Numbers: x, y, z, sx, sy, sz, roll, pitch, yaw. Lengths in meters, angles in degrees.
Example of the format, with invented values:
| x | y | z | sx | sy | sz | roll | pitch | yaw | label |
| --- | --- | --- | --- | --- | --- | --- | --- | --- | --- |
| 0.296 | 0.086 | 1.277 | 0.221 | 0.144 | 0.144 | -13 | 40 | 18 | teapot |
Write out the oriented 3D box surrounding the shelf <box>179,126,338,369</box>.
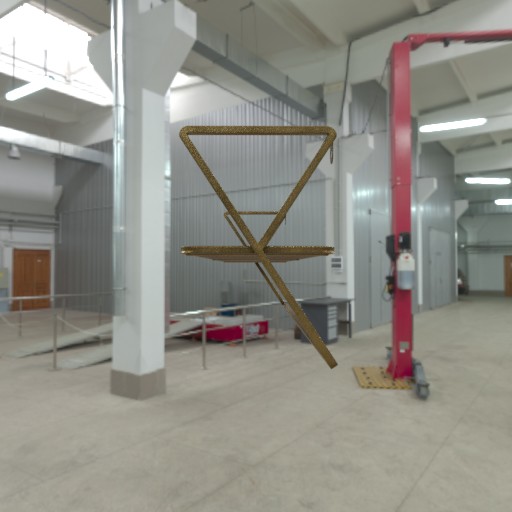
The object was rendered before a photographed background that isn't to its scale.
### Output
| x | y | z | sx | sy | sz | roll | pitch | yaw | label |
| --- | --- | --- | --- | --- | --- | --- | --- | --- | --- |
| 0.000 | 0.000 | 0.738 | 0.150 | 0.229 | 0.645 | 0 | -2 | 0 | shelf |
